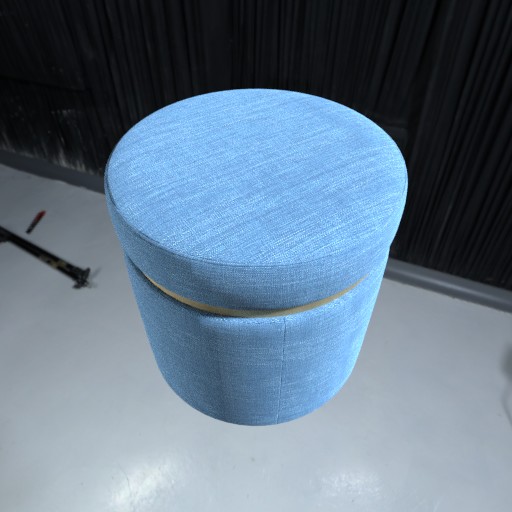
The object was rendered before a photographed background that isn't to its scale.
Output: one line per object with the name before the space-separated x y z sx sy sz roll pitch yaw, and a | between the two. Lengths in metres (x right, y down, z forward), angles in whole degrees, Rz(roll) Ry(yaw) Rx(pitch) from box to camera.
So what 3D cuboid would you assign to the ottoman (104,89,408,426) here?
ottoman | 0.000 0.000 0.719 0.398 0.406 0.398 0 46 0
